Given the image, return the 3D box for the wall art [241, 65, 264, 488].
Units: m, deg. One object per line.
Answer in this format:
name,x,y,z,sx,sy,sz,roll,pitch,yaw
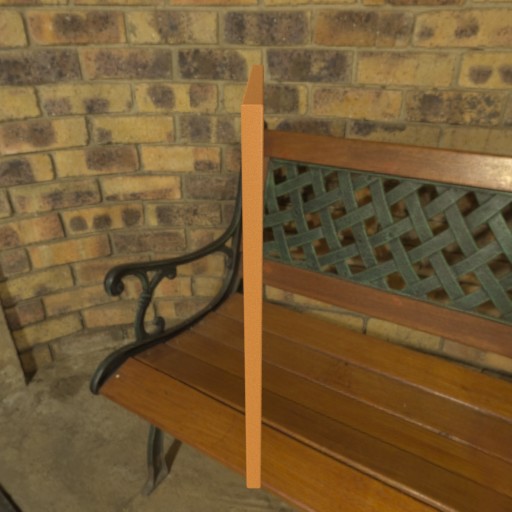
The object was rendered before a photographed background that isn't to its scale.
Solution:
wall art,0.000,0.000,0.506,0.015,0.379,0.310,0,28,1
